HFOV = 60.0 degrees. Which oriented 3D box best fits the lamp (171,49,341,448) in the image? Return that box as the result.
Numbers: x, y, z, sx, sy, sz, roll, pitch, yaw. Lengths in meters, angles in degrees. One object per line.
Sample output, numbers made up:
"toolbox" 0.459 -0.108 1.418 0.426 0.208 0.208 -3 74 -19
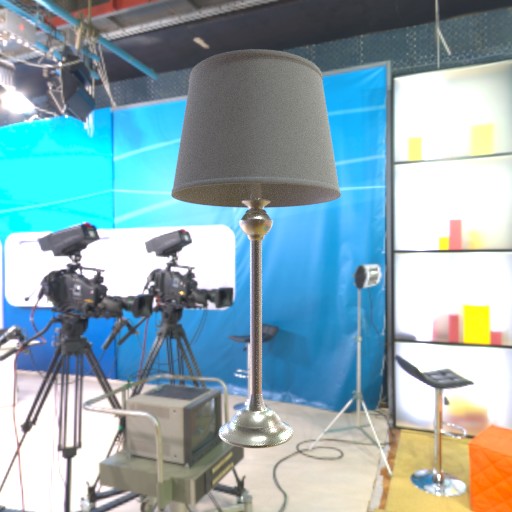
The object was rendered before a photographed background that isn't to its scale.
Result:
"lamp" 0.000 0.000 0.878 0.331 0.698 0.331 0 -1 0
